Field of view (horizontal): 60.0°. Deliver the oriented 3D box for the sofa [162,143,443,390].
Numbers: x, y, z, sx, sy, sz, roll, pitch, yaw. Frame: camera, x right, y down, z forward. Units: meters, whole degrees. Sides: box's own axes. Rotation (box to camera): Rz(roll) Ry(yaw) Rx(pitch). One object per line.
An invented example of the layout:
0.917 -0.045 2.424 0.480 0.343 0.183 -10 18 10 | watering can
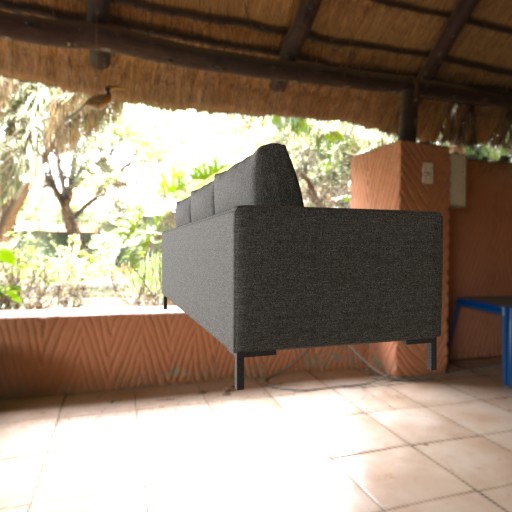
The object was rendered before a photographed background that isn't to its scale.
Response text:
0.000 0.000 2.661 0.876 0.879 2.253 0 1 -18 | sofa
